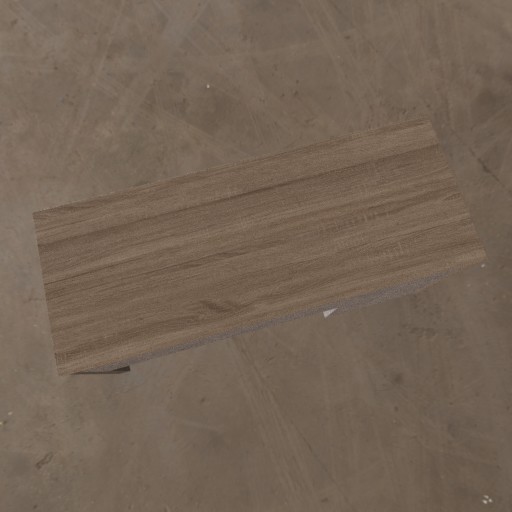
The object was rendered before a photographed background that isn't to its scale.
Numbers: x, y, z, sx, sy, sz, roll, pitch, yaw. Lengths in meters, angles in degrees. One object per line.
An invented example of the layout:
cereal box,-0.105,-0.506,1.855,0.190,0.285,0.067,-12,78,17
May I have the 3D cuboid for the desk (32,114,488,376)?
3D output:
desk,0.000,0.000,2.137,1.700,0.760,0.690,-15,76,-4
